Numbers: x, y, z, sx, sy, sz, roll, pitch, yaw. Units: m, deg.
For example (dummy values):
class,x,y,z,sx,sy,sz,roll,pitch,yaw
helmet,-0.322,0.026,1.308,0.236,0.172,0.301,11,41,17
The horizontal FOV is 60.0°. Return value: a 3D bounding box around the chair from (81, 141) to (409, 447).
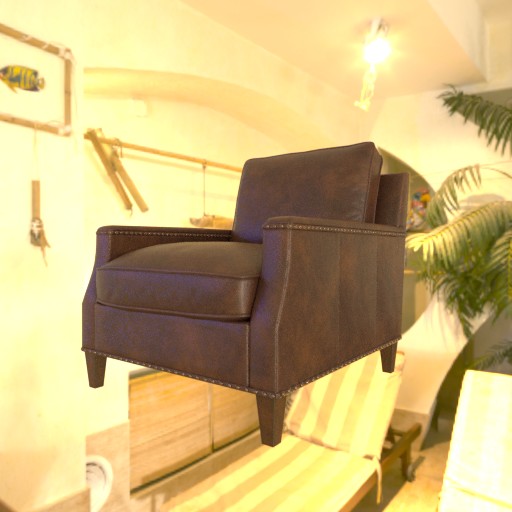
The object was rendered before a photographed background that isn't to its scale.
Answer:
class,x,y,z,sx,sy,sz,roll,pitch,yaw
chair,0.000,0.000,1.695,0.853,0.929,1.014,1,1,37
